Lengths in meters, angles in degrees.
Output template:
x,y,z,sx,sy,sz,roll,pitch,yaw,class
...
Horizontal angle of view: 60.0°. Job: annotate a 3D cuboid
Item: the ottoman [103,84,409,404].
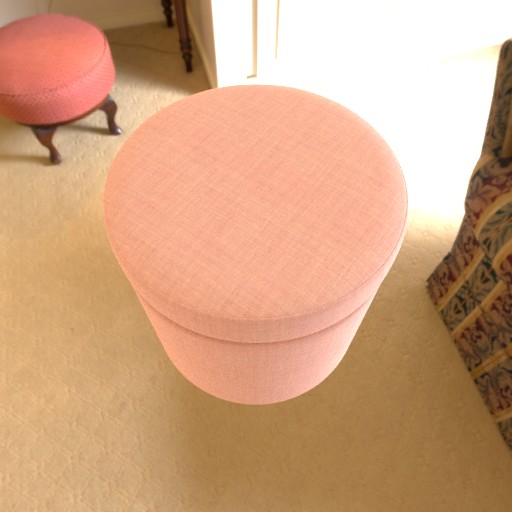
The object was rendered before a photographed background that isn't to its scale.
x,y,z,sx,sy,sz,roll,pitch,yaw,class
0.000,0.000,0.737,0.400,0.406,0.400,0,58,0,ottoman
